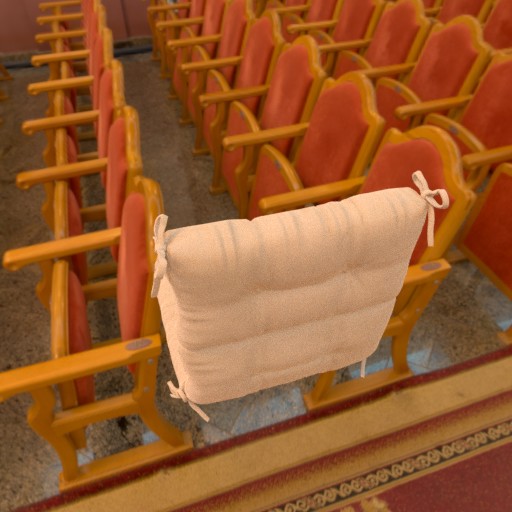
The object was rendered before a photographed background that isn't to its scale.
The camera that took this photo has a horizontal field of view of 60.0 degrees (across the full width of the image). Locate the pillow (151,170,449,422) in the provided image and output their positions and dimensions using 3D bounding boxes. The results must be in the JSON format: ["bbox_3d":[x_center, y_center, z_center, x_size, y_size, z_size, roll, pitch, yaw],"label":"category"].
[{"bbox_3d":[0.000,0.000,1.041,0.519,0.605,0.571,-12,43,-13],"label":"pillow"}]
